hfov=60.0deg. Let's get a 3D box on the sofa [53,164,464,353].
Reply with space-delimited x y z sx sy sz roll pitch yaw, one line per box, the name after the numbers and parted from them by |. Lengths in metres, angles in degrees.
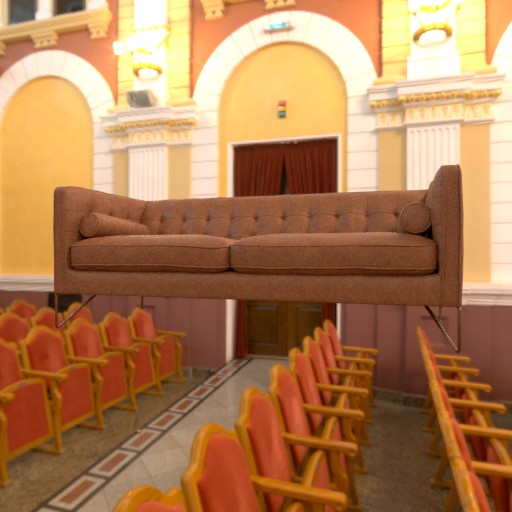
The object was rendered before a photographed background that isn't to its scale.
0.000 0.000 2.541 2.079 0.798 0.912 0 0 18 | sofa
